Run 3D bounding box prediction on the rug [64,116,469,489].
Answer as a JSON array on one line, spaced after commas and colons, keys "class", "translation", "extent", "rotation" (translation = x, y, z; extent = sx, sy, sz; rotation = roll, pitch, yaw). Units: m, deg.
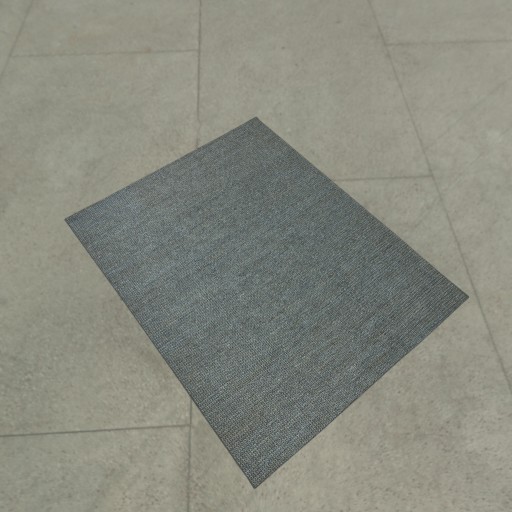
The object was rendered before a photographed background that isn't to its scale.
[{"class": "rug", "translation": [0.000, 0.000, 4.182], "extent": [2.456, 0.021, 3.068], "rotation": [-34, 63, -20]}]
